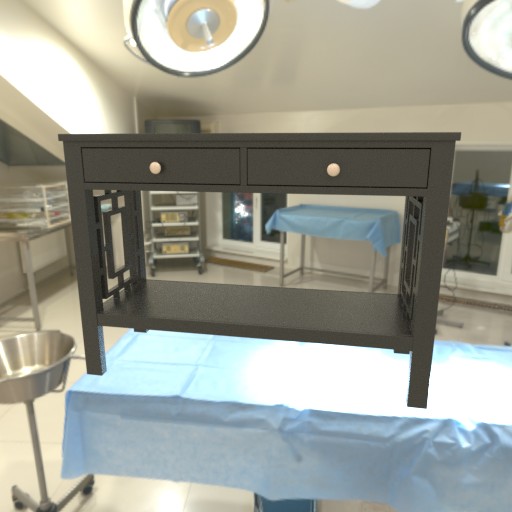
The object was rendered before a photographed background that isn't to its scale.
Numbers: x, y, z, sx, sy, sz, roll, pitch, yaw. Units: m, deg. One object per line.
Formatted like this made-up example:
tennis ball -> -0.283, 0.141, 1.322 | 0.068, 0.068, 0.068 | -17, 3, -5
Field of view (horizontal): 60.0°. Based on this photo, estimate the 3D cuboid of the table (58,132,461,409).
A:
table -> 0.000, 0.000, 1.423 | 1.068, 0.753, 0.397 | 3, 15, 10
